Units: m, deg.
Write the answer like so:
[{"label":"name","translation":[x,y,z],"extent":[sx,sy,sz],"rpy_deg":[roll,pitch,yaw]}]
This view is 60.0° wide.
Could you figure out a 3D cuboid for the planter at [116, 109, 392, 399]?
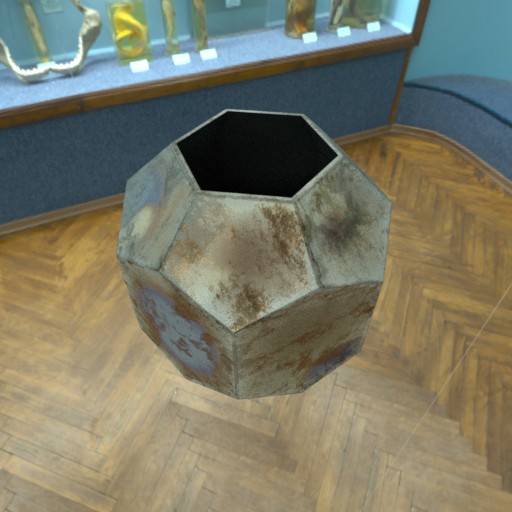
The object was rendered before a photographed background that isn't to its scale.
[{"label":"planter","translation":[0.000,0.000,0.424],"extent":[0.243,0.238,0.221],"rpy_deg":[-17,49,-15]}]
